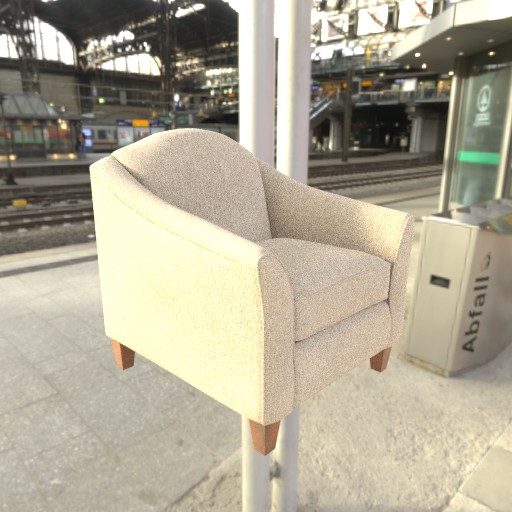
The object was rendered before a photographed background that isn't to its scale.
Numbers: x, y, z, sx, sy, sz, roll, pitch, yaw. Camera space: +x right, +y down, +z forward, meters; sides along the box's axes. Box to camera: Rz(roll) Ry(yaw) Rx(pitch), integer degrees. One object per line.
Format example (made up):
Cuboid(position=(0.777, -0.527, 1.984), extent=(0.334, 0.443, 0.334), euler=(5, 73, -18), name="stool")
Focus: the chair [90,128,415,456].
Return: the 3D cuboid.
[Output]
Cuboid(position=(0.000, 0.000, 1.496), extent=(0.787, 0.839, 0.763), euler=(14, 20, 42), name="chair")
